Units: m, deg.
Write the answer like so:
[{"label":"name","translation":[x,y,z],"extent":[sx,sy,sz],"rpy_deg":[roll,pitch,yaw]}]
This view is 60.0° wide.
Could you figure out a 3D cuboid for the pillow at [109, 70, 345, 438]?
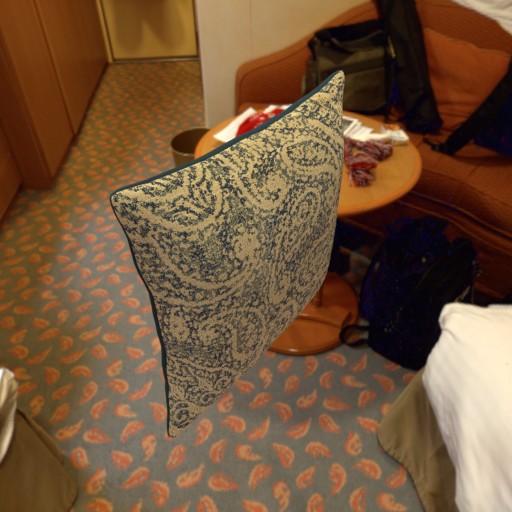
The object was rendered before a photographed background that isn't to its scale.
[{"label":"pillow","translation":[0.000,0.000,0.791],"extent":[0.166,0.510,0.523],"rpy_deg":[26,47,27]}]
